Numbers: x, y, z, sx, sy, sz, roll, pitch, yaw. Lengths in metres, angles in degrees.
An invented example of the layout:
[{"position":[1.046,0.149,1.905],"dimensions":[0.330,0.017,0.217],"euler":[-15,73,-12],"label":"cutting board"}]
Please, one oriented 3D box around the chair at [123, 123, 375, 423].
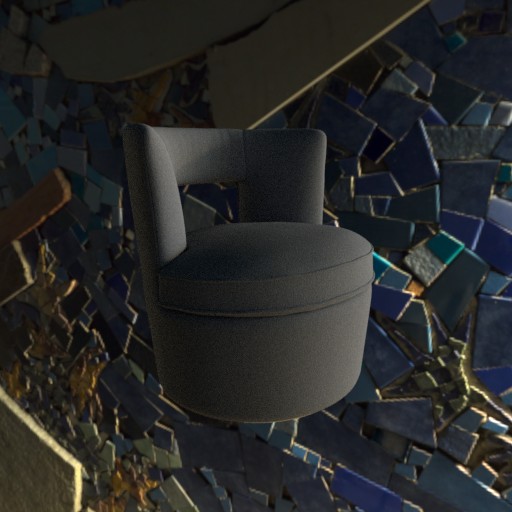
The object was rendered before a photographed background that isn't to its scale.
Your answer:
[{"position":[0.000,0.000,1.276],"dimensions":[0.660,0.719,0.689],"euler":[14,20,42],"label":"chair"}]
